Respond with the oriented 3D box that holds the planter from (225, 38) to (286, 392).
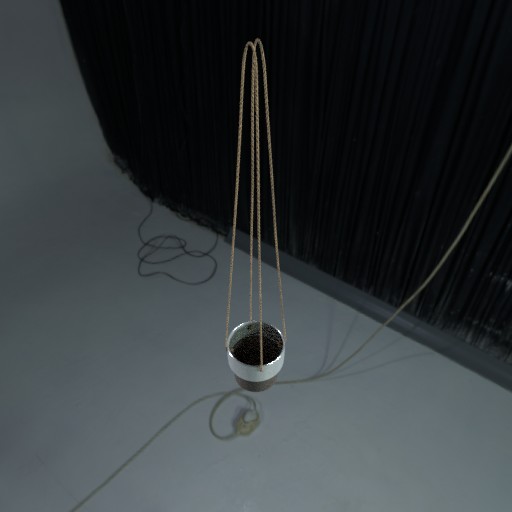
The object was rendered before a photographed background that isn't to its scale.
[{"bbox_3d":[0.000,0.000,1.180,0.187,1.073,0.187,25,47,26],"label":"planter"}]
